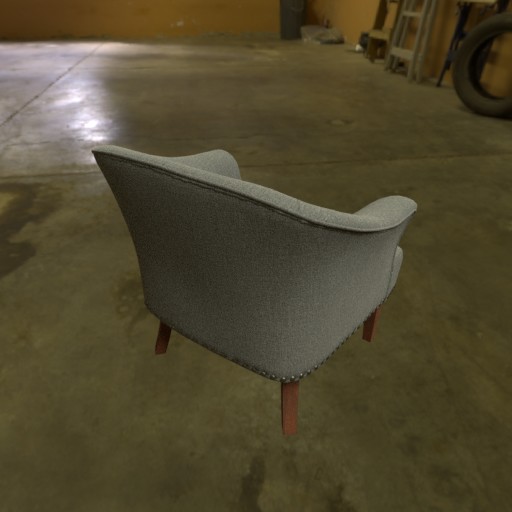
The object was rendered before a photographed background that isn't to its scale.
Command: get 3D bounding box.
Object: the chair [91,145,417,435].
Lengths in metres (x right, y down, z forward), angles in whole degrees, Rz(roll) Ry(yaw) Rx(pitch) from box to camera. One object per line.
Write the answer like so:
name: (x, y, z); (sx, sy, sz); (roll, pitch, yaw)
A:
chair: (0.000, 0.000, 1.404); (0.798, 0.815, 0.704); (22, 38, 31)
